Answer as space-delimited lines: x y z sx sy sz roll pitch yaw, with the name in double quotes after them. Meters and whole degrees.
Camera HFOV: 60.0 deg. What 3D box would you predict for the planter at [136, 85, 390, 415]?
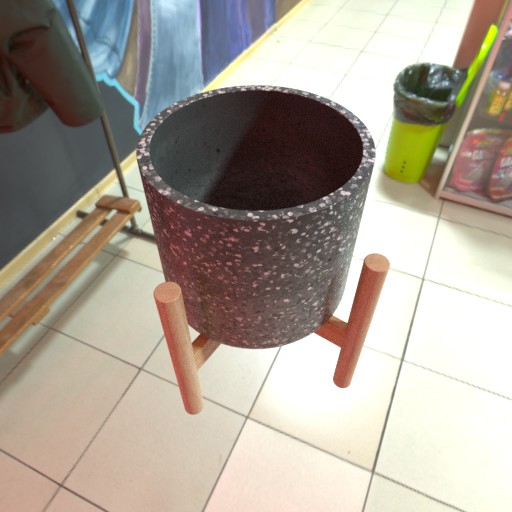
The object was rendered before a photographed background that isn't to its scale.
0.000 0.000 0.535 0.284 0.320 0.284 -25 52 -22 "planter"
